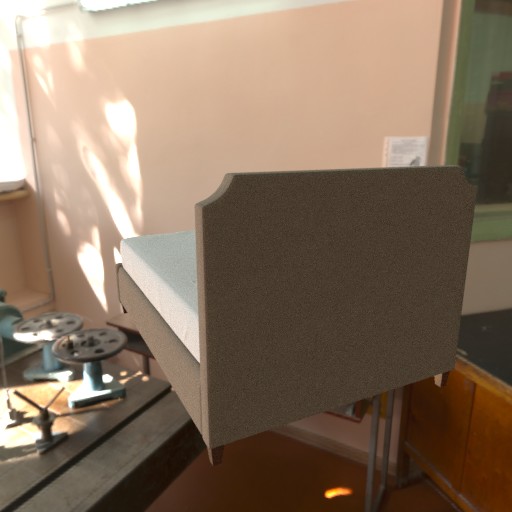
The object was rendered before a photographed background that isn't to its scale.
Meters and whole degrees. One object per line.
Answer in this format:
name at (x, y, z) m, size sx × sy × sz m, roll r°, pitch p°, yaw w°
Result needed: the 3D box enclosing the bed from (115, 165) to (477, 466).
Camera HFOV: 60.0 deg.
bed at (0.000, 0.000, 3.334) m, size 1.703 × 1.415 × 2.329 m, roll -7°, pitch 16°, yaw -26°
